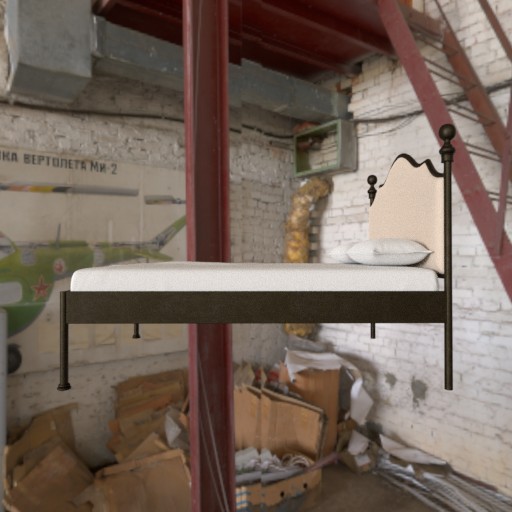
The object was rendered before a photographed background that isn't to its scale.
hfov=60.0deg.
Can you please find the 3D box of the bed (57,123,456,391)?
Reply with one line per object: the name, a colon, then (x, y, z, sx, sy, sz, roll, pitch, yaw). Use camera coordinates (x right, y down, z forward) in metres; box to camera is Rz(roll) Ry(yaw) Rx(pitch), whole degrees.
bed: (0.000, 0.000, 3.251, 2.224, 1.499, 1.642, 0, 0, -1)
